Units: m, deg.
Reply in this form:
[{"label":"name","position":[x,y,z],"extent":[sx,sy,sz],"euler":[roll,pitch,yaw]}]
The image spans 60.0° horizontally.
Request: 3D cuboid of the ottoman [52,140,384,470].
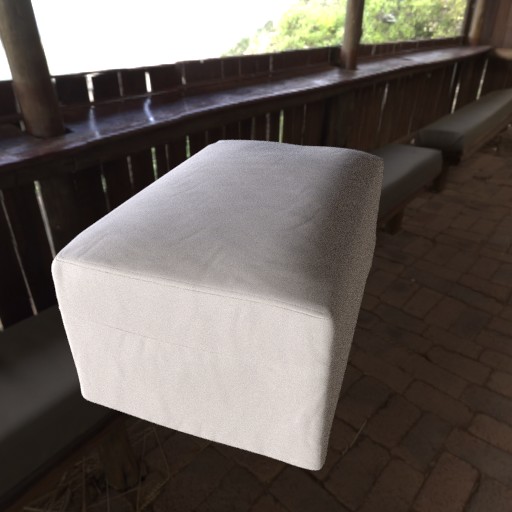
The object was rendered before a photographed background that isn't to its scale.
[{"label":"ottoman","position":[0.000,0.000,1.186],"extent":[0.590,0.444,0.872],"euler":[10,32,16]}]
